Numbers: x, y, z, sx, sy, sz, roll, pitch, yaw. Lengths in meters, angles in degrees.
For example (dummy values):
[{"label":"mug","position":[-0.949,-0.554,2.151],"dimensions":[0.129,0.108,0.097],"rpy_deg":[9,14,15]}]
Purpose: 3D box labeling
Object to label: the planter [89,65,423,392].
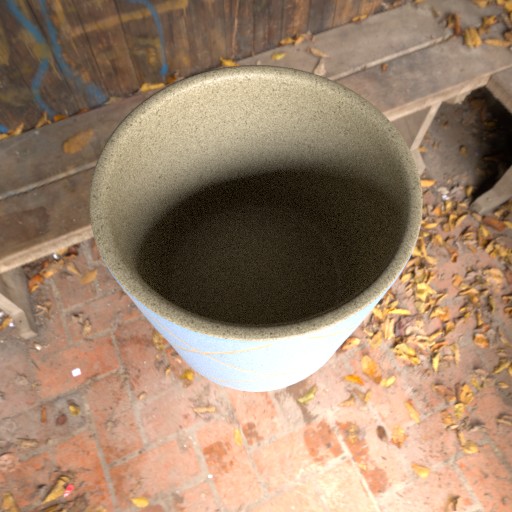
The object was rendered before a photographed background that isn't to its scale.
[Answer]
[{"label":"planter","position":[0.000,0.000,0.409],"dimensions":[0.227,0.235,0.227],"rpy_deg":[0,63,0]}]
